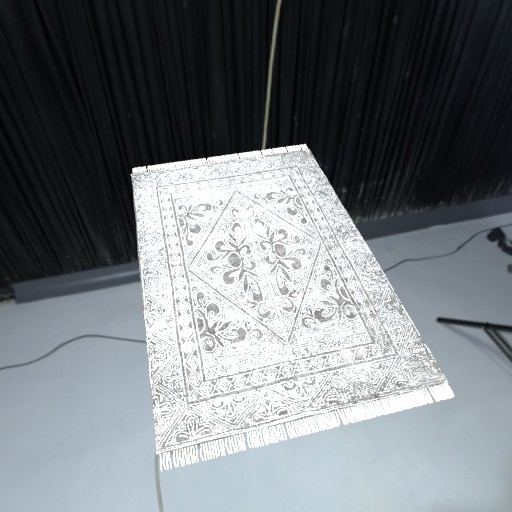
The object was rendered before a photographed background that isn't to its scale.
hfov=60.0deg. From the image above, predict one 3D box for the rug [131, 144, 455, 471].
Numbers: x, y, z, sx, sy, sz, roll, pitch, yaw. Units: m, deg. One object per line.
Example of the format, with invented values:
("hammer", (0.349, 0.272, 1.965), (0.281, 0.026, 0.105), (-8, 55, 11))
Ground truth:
("rug", (0.000, 0.000, 2.969), (1.529, 0.010, 2.440), (-10, 47, -10))
